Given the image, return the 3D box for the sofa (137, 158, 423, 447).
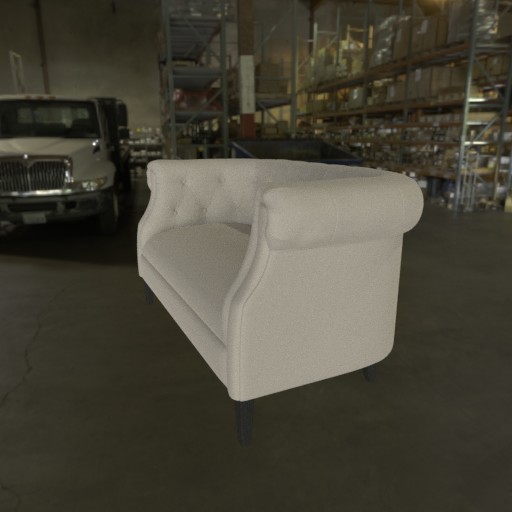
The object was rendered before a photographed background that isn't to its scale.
[{"bbox_3d":[0.000,0.000,2.048,0.835,0.827,1.558,-7,17,-25],"label":"sofa"}]
